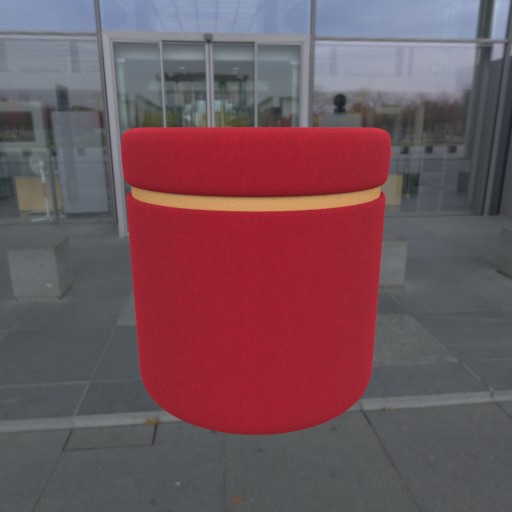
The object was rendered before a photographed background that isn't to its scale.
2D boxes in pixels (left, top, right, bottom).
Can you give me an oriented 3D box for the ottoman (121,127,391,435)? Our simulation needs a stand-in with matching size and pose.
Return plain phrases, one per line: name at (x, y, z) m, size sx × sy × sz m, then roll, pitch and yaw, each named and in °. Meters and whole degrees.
ottoman at (0.000, 0.000, 0.731) m, size 0.400 × 0.406 × 0.400 m, roll 0°, pitch 16°, yaw 0°
